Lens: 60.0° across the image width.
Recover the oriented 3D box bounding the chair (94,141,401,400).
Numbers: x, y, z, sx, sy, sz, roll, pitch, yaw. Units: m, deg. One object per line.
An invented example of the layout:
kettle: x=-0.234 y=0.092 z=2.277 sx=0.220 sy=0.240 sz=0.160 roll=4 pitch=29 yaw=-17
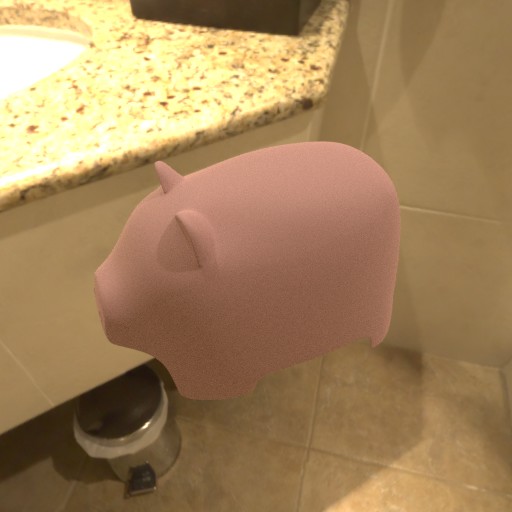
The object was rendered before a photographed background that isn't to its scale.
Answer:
chair: x=0.000 y=0.000 z=0.868 sx=0.619 sy=0.423 sz=0.364 roll=-18 pitch=50 yaw=-16
